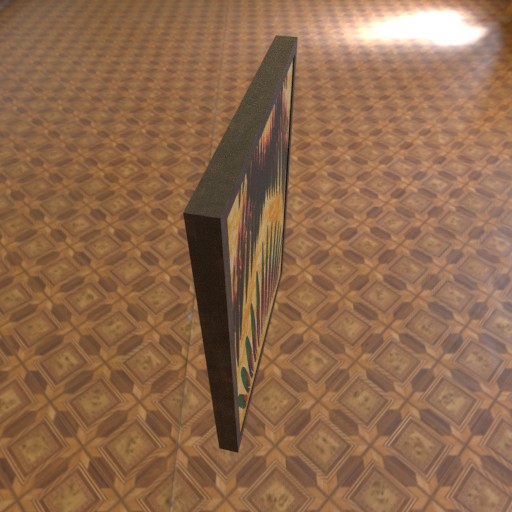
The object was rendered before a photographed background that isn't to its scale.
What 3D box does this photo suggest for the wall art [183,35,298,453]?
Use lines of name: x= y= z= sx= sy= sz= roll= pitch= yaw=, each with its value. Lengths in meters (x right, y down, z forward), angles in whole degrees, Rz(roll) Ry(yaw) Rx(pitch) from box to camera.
wall art: x=0.000 y=0.000 z=0.551 sx=0.027 sy=0.406 sz=0.329 roll=9 pitch=46 yaw=9
